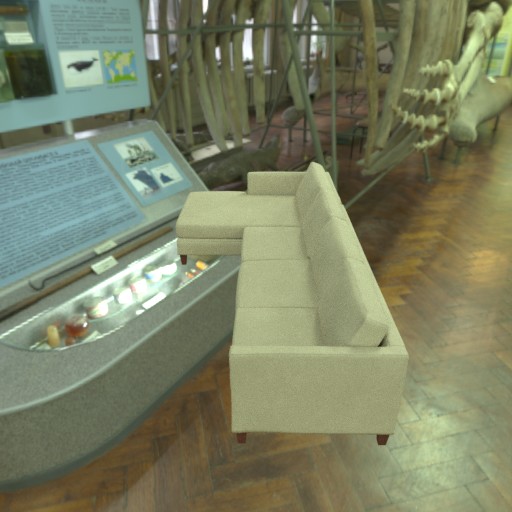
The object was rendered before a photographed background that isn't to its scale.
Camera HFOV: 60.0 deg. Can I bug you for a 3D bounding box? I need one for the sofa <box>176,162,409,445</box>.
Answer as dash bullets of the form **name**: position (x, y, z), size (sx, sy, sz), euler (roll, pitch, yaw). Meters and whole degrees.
- **sofa**: position (0.000, 0.000, 3.780), size (1.625, 0.846, 3.186), euler (0, 28, 1)
